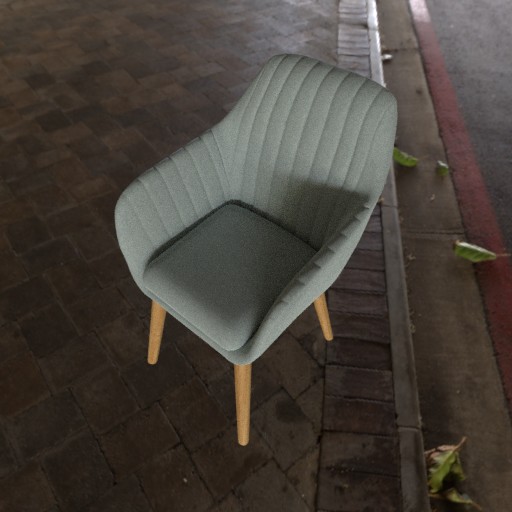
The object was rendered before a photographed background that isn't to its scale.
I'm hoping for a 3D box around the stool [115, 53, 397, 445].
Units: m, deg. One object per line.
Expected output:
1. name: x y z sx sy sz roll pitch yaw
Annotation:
1. stool: 0.000 0.000 1.187 0.503 0.830 0.590 32 55 26
